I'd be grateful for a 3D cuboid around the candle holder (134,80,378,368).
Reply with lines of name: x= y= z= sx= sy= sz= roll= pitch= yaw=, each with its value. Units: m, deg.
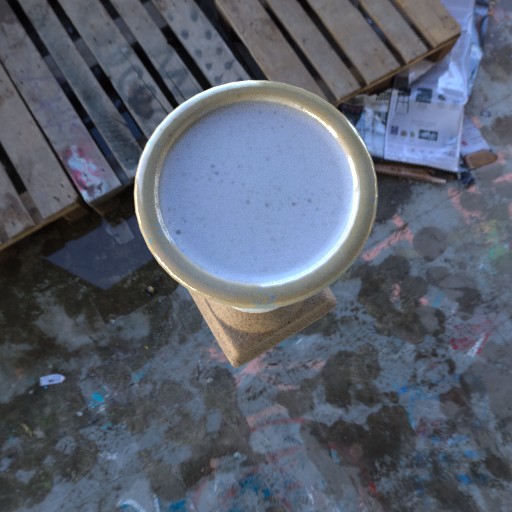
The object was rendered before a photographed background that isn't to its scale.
candle holder: x=0.000 y=0.000 z=0.298 sx=0.110 sy=0.239 sz=0.110 roll=-30 pitch=78 yaw=-7
